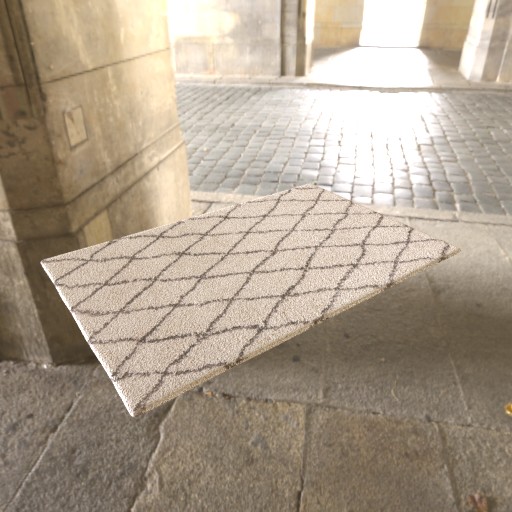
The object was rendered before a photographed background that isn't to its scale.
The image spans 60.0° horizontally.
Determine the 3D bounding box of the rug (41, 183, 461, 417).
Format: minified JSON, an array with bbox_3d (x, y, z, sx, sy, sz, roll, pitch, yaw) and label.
[{"bbox_3d":[0.000,0.000,3.426,2.743,0.030,1.778,-20,36,-31],"label":"rug"}]
